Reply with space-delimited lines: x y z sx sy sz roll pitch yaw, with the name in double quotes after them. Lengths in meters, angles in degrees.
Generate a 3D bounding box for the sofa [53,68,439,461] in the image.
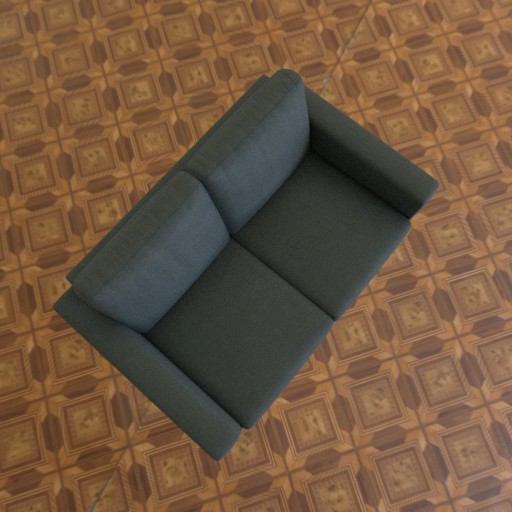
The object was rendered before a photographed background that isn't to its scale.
0.000 0.000 2.050 0.955 0.903 1.489 39 78 10 "sofa"
